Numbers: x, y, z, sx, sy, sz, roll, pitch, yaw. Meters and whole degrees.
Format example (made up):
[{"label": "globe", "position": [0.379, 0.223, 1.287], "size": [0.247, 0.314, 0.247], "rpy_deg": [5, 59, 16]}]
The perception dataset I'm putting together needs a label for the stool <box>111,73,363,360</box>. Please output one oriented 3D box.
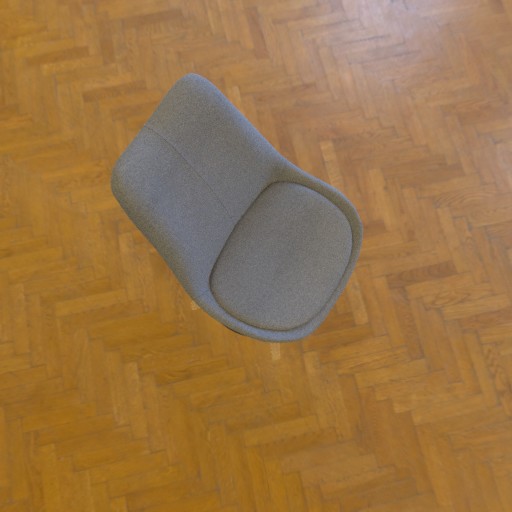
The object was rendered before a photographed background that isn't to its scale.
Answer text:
[{"label": "stool", "position": [0.000, 0.000, 1.399], "size": [0.550, 1.115, 0.485], "rpy_deg": [31, 78, 7]}]
